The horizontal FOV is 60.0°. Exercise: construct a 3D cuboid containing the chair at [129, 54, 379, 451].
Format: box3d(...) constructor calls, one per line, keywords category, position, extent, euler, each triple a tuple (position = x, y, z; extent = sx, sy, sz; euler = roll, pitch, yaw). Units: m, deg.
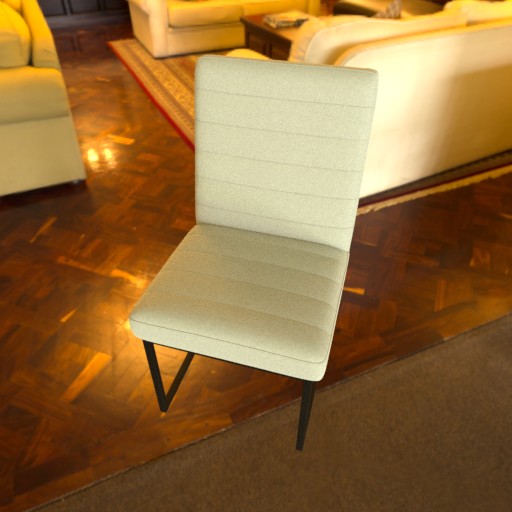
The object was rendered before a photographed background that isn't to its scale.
box3d(category="chair", position=(0.000, 0.000, 1.291), extent=(0.520, 0.930, 0.634), euler=(11, 41, 12))
